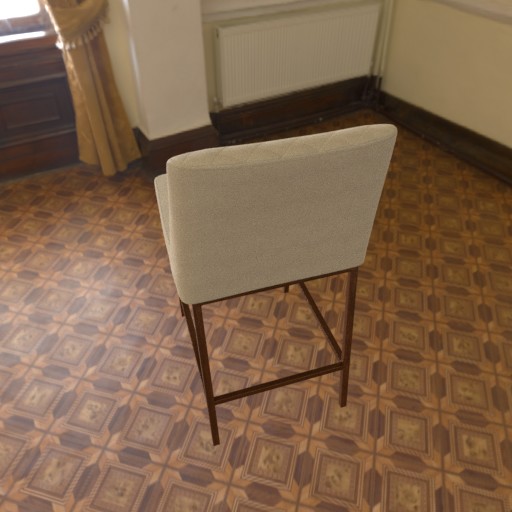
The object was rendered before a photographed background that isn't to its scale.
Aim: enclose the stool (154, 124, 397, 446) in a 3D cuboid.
[{"bbox_3d":[0.000,0.000,1.308,0.507,0.973,0.576,-12,43,-13],"label":"stool"}]
